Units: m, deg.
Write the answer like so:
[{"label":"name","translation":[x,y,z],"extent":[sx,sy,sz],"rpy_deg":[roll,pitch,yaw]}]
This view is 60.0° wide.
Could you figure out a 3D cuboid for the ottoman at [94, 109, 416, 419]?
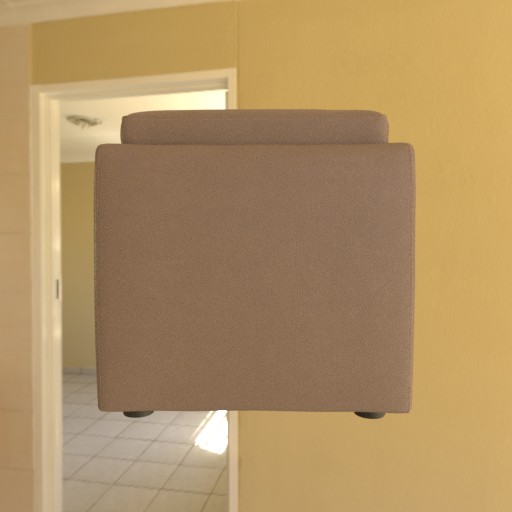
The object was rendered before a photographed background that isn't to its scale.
[{"label":"ottoman","translation":[0.000,0.000,0.820],"extent":[0.451,0.460,0.450],"rpy_deg":[0,1,1]}]
